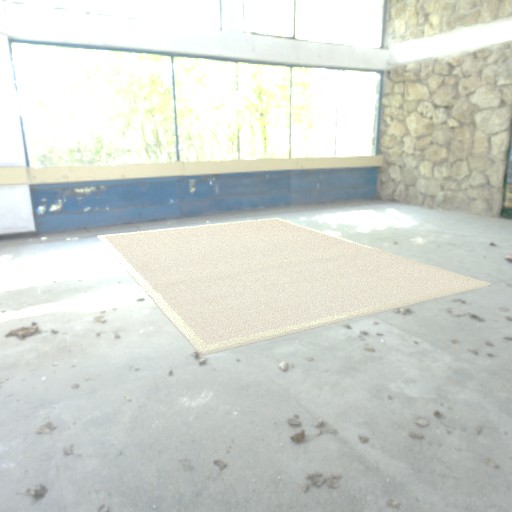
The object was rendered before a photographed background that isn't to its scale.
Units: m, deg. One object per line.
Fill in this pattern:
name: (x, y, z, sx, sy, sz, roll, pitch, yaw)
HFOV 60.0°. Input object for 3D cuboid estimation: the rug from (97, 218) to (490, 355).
rug: (0.000, 0.000, 4.836, 2.734, 0.037, 3.659, -8, 17, -27)
